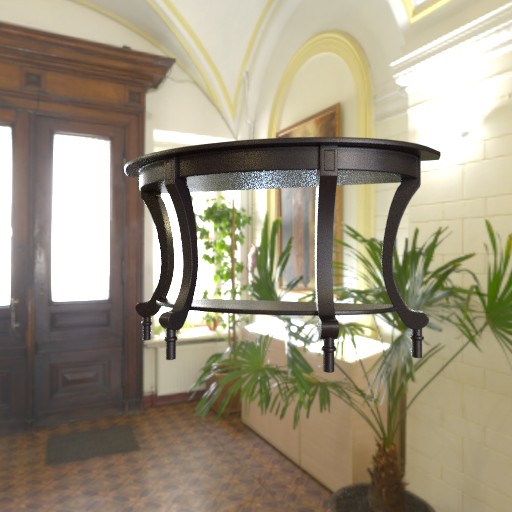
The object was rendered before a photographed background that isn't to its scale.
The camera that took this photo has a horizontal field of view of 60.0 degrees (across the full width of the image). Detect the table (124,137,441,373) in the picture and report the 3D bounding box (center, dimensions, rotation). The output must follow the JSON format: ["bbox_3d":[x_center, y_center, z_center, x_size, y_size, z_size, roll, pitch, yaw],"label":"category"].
[{"bbox_3d":[0.000,0.000,1.515,1.198,0.692,0.394,0,0,18],"label":"table"}]
